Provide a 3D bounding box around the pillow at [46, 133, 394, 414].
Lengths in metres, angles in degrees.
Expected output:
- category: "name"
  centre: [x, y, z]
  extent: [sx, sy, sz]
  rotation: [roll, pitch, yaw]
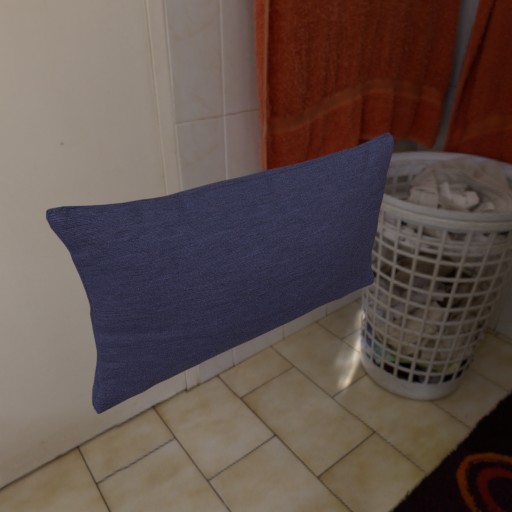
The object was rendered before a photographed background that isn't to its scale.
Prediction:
- category: "pillow"
  centre: [0.000, 0.000, 0.772]
  extent: [0.633, 0.338, 0.210]
  rotation: [-20, 35, -31]
